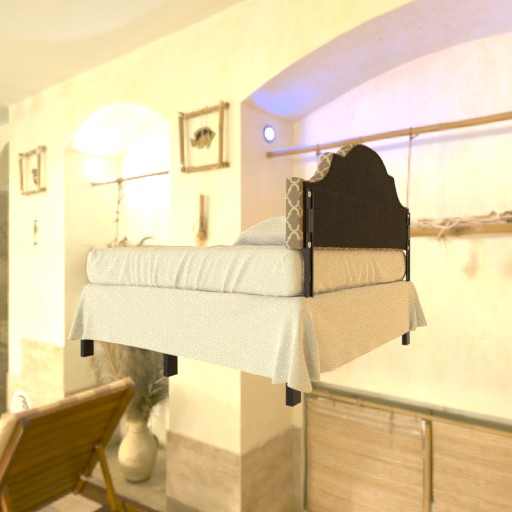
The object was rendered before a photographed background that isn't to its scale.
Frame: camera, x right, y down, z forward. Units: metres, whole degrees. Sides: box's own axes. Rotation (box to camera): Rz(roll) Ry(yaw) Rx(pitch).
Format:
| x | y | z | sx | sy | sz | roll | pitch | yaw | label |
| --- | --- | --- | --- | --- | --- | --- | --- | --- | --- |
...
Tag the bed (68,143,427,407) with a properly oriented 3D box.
| x | y | z | sx | sy | sz | roll | pitch | yaw | label |
| --- | --- | --- | --- | --- | --- | --- | --- | --- | --- |
| 0.000 | 0.000 | 3.756 | 2.222 | 1.601 | 2.314 | 0 | 0 | 36 | bed |
